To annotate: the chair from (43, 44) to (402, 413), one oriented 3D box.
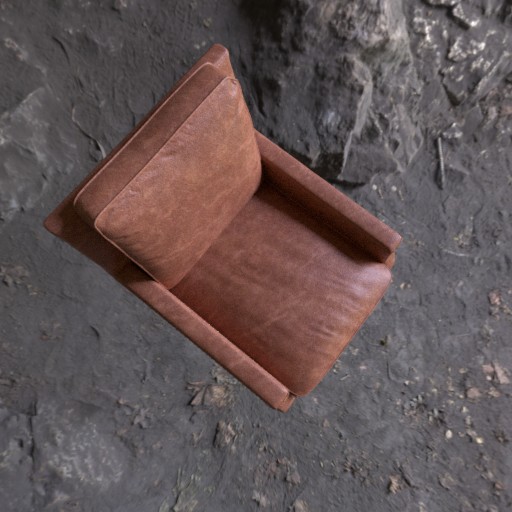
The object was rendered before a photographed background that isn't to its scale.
[{"bbox_3d":[0.000,0.000,1.803,1.035,1.054,0.854,37,79,9],"label":"chair"}]
